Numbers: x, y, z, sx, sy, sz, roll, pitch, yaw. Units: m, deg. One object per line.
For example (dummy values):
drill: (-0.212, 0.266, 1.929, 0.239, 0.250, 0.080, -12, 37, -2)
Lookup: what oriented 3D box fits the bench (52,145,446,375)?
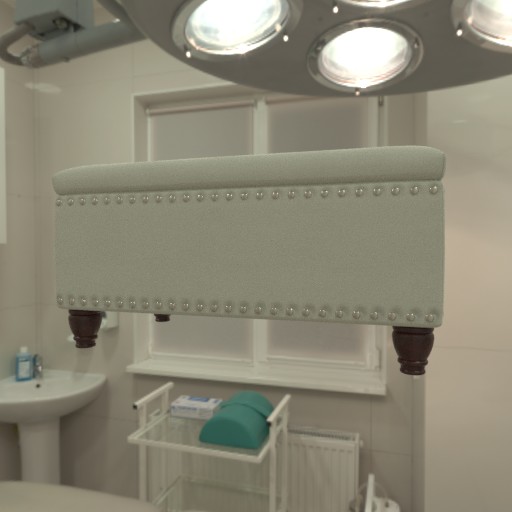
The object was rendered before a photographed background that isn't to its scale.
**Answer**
bench: (0.000, 0.000, 1.180, 0.887, 0.449, 0.500, 0, 1, 17)
